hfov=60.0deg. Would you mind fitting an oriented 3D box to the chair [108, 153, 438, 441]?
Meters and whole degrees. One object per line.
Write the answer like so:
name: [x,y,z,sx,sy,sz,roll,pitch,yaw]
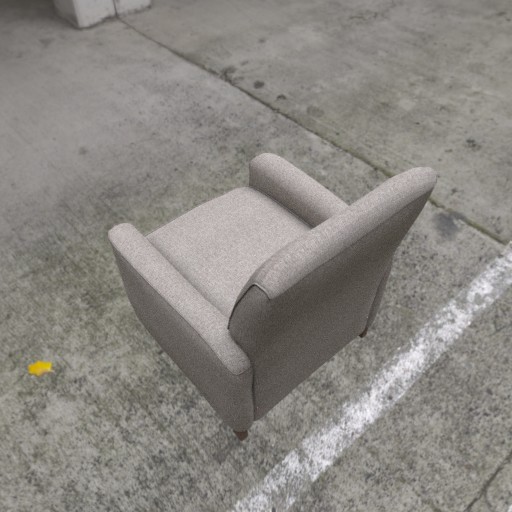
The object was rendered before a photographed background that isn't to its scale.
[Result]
chair: [0.000,0.000,1.683,0.848,1.014,0.864,-32,54,-27]
